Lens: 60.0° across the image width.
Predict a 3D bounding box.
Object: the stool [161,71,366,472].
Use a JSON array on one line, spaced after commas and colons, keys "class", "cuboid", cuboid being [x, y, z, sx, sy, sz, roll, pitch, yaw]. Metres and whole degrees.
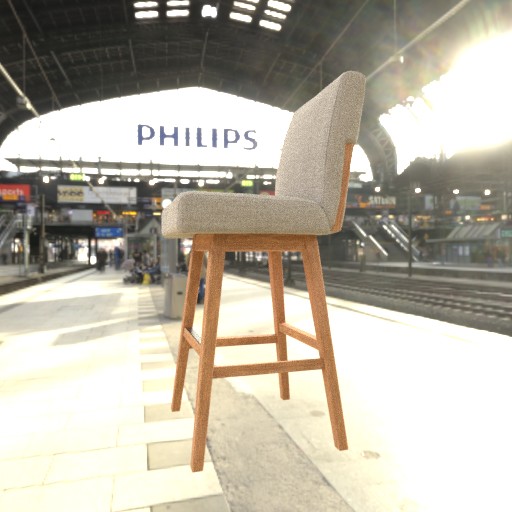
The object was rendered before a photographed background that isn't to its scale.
[{"class": "stool", "cuboid": [0.000, 0.000, 1.432, 0.569, 1.106, 0.483, 0, 0, -17]}]
